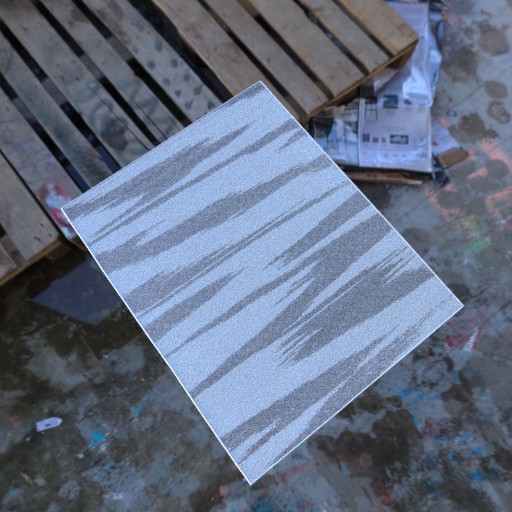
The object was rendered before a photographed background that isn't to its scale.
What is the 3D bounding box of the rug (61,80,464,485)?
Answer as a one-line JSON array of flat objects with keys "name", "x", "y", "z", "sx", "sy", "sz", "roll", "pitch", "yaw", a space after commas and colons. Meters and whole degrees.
[{"name": "rug", "x": 0.000, "y": 0.000, "z": 4.005, "sx": 2.353, "sy": 0.014, "sz": 2.945, "roll": -36, "pitch": 77, "yaw": -10}]
